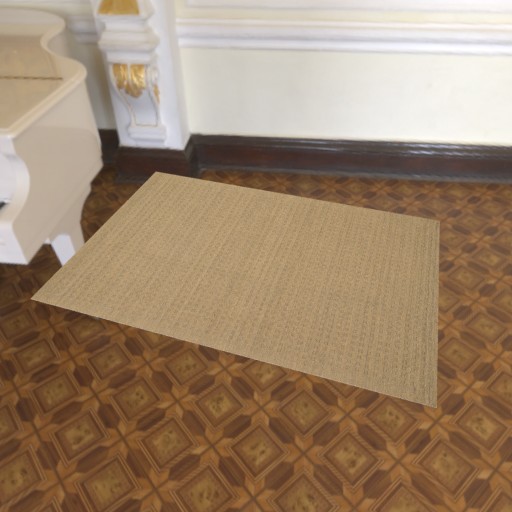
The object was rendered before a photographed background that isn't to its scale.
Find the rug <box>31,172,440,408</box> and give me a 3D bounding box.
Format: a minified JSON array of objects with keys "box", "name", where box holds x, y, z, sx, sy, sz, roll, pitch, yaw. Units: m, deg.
[{"box":[0.000,0.000,3.687,2.895,0.006,1.981,12,42,14],"name":"rug"}]
